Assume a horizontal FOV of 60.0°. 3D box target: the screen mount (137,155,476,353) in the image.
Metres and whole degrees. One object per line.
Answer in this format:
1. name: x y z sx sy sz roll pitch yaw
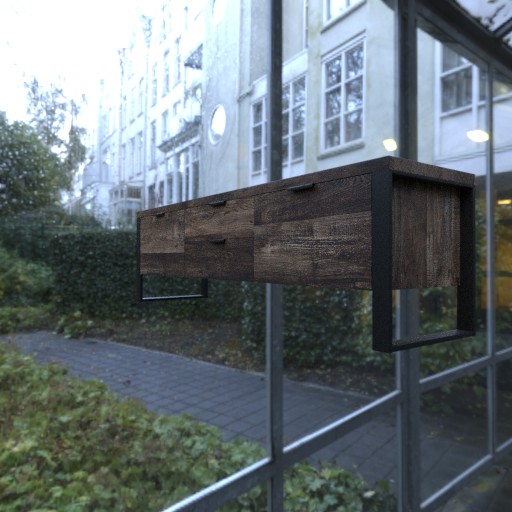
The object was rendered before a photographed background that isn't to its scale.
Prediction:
1. screen mount: 0.000 0.000 1.730 0.395 0.450 1.524 0 0 -36
